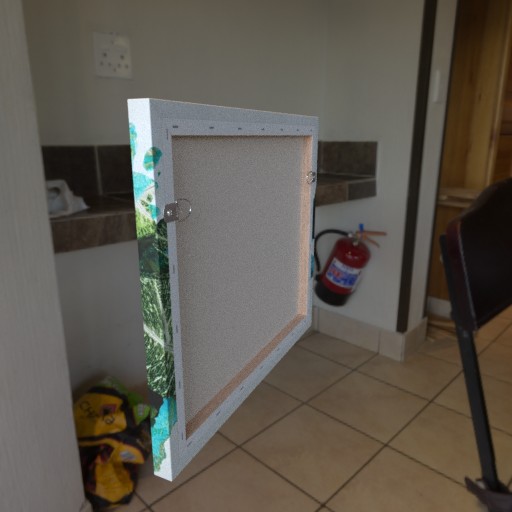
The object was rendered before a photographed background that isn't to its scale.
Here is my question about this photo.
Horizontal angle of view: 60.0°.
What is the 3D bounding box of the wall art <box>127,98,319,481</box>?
[{"bbox_3d":[0.000,0.000,0.980,0.043,0.610,0.711,7,17,25],"label":"wall art"}]
